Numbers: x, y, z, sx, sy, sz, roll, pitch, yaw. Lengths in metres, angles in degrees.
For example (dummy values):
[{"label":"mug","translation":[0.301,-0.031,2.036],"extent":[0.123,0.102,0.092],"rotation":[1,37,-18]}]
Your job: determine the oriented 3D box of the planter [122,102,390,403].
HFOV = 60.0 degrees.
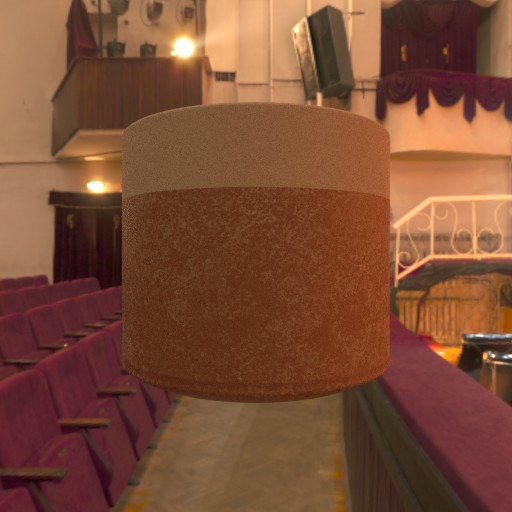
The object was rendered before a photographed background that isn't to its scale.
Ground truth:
[{"label":"planter","translation":[0.000,0.000,0.274],"extent":[0.159,0.138,0.159],"rotation":[0,1,0]}]
